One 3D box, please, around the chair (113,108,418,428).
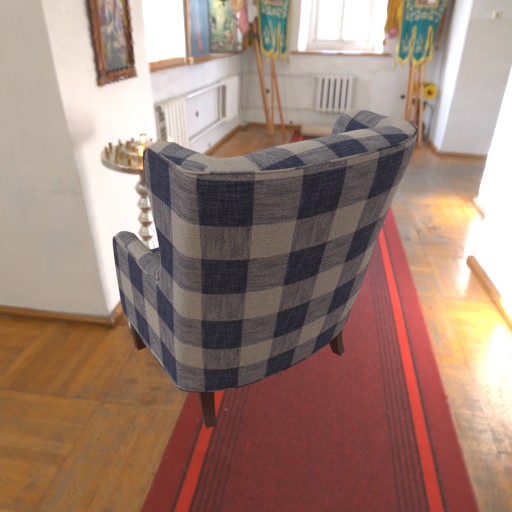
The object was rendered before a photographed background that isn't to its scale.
[{"bbox_3d":[0.000,0.000,1.674,0.830,1.041,0.889,-19,35,-31],"label":"chair"}]
